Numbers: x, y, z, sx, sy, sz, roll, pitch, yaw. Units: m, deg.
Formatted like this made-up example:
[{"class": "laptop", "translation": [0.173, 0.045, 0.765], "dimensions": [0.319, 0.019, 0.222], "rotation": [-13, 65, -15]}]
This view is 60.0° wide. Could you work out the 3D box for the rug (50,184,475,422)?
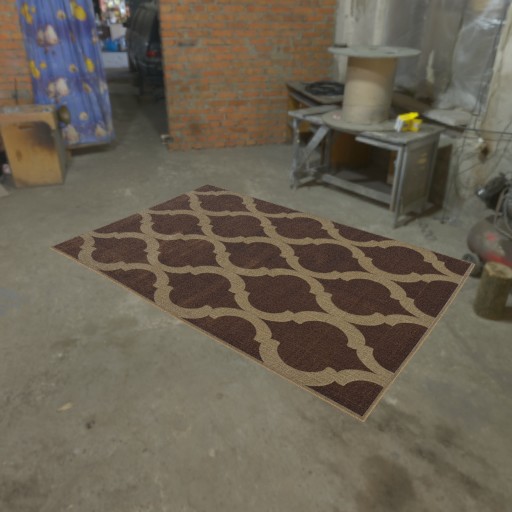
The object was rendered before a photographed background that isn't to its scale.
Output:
[{"class": "rug", "translation": [0.000, 0.000, 2.841], "dimensions": [2.290, 0.014, 1.526], "rotation": [21, 36, 32]}]
